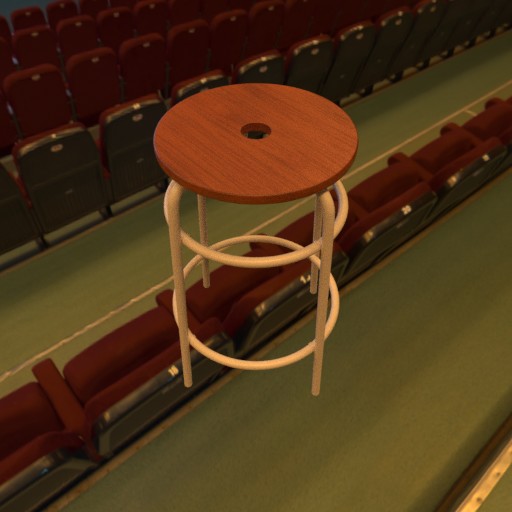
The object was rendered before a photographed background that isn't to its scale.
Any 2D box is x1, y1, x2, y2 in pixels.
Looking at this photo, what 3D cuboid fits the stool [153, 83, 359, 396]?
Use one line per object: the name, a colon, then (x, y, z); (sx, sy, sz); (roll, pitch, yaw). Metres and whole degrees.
stool: (0.000, 0.000, 0.954); (0.455, 0.610, 0.455); (-33, 55, -26)
